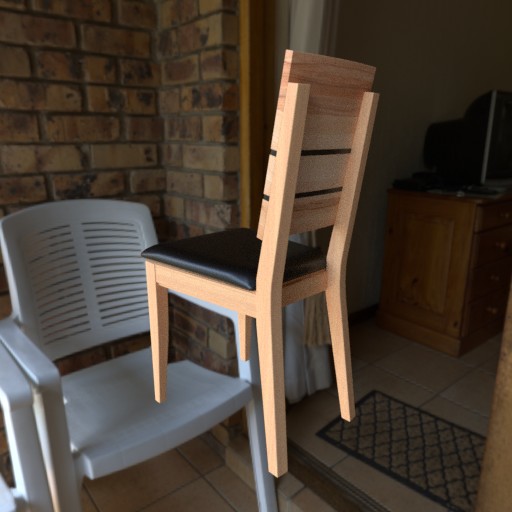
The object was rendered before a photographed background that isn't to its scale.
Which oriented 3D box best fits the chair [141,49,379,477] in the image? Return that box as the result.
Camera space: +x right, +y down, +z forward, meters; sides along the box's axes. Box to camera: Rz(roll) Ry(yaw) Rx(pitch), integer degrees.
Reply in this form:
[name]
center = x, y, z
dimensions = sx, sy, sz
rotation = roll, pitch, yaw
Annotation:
[chair]
center = 0.000, 0.000, 1.204
dimensions = 0.520, 0.940, 0.410
rotation = 15, 21, 43
